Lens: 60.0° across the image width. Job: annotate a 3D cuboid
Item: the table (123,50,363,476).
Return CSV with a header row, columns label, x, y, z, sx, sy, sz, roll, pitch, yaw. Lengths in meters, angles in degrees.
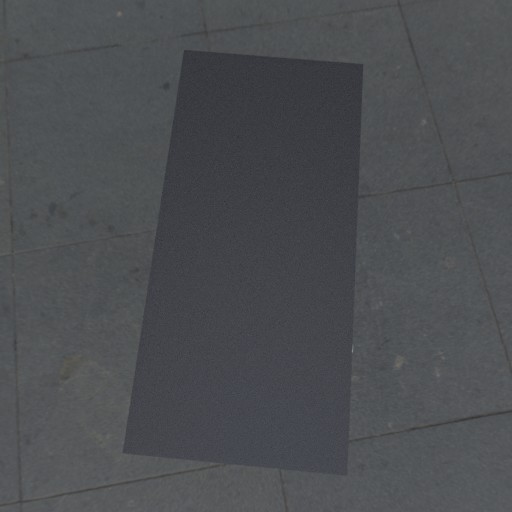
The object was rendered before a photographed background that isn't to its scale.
label,x,y,z,sx,sy,sz,roll,pitch,yaw
table,0.000,0.000,1.354,0.550,0.400,1.100,5,76,1
